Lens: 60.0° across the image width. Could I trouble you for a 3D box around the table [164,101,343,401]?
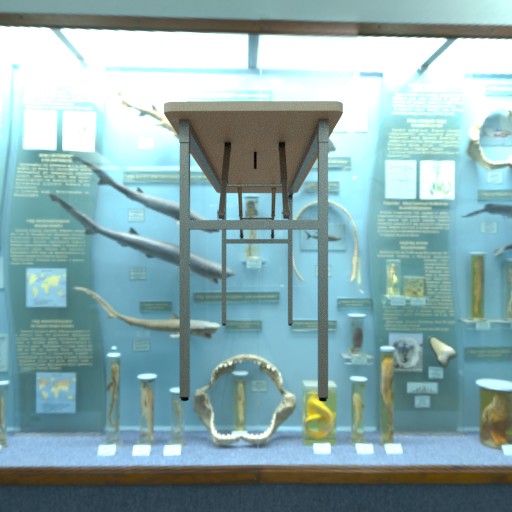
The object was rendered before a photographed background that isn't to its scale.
[{"bbox_3d":[0.000,0.000,1.772,0.446,0.750,1.397,0,0,1],"label":"table"}]
